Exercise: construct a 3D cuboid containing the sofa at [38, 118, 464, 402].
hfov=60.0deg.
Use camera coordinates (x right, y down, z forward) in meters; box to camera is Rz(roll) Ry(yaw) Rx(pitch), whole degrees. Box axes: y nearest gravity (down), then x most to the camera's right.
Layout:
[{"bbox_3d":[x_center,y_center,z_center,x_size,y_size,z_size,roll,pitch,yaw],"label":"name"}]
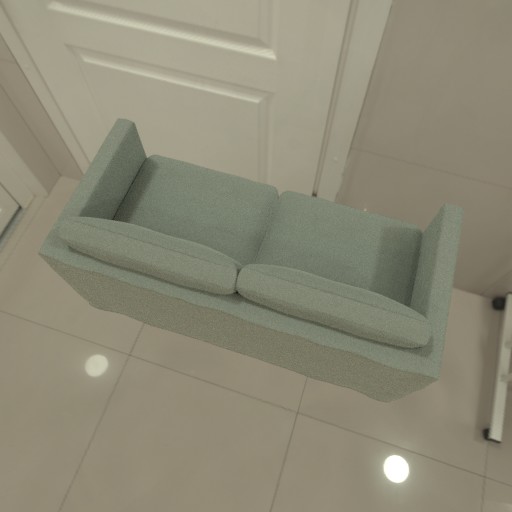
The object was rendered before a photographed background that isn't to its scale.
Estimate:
[{"bbox_3d":[0.000,0.000,2.481,1.987,0.870,0.940,16,66,8],"label":"sofa"}]
